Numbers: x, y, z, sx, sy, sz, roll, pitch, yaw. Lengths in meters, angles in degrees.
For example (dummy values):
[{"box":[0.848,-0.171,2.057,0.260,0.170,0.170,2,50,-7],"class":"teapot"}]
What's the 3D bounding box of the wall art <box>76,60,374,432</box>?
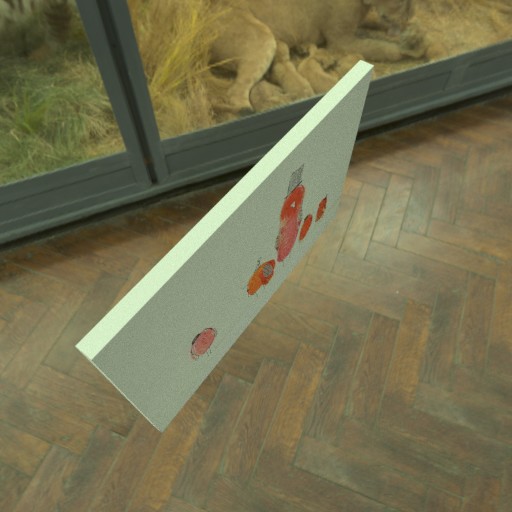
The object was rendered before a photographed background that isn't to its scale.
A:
[{"box":[0.000,0.000,1.149,0.038,0.609,0.914,32,64,18],"class":"wall art"}]
